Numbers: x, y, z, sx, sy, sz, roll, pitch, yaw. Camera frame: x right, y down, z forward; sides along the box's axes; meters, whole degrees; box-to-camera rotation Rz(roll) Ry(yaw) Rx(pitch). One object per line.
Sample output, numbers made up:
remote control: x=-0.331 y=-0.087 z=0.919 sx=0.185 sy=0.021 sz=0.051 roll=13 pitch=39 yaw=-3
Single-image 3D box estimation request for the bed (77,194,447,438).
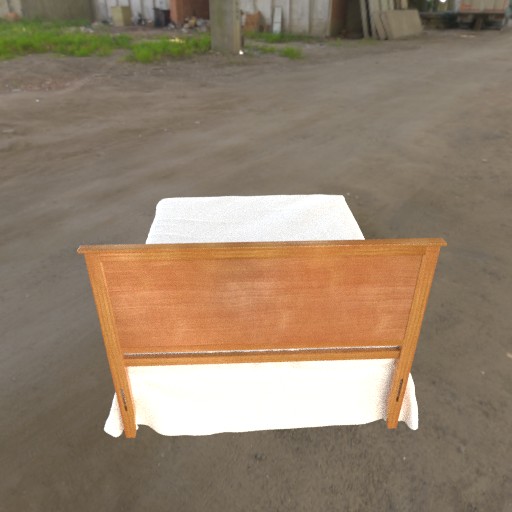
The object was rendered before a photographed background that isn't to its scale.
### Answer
bed: x=0.000 y=0.000 z=3.150 sx=1.870 sy=1.273 sz=2.035 roll=-1 pitch=31 yaw=-2
